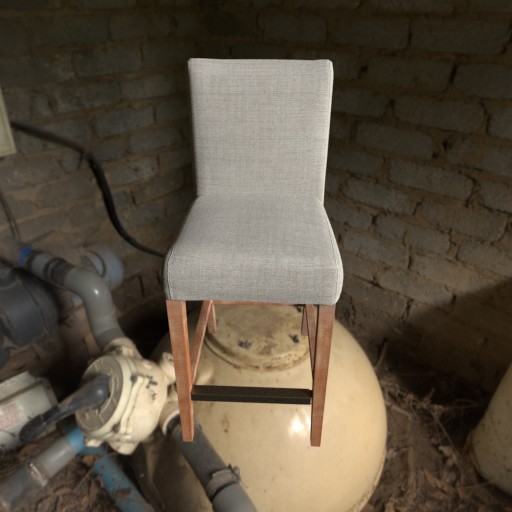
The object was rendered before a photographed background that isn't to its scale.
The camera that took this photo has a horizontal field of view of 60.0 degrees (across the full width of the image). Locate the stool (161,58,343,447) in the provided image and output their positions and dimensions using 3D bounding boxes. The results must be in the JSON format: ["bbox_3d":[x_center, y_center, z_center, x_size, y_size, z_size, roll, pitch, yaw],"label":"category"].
[{"bbox_3d":[0.000,0.000,1.340,0.454,1.039,0.567,1,31,2],"label":"stool"}]
